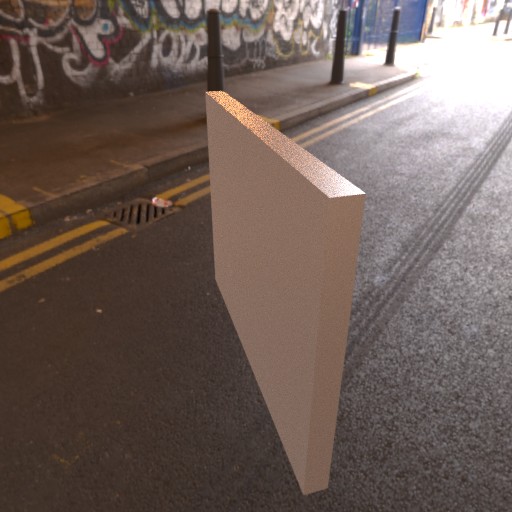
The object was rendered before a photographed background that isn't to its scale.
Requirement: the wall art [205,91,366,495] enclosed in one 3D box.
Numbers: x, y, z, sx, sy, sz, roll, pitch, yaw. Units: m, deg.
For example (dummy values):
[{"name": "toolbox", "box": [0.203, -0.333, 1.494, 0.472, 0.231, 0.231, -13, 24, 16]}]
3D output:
[{"name": "wall art", "box": [0.000, 0.000, 1.368, 0.066, 0.801, 1.056, -8, 31, -14]}]
